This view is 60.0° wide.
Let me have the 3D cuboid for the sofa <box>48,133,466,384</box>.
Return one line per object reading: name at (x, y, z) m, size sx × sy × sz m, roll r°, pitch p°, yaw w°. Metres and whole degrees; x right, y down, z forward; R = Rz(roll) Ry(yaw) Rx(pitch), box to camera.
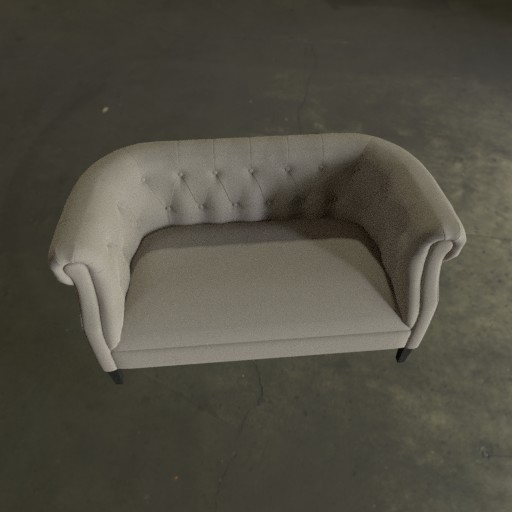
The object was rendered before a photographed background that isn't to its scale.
sofa at (0.000, 0.000, 2.060) m, size 1.558 × 0.827 × 0.835 m, roll -4°, pitch 48°, yaw -3°
